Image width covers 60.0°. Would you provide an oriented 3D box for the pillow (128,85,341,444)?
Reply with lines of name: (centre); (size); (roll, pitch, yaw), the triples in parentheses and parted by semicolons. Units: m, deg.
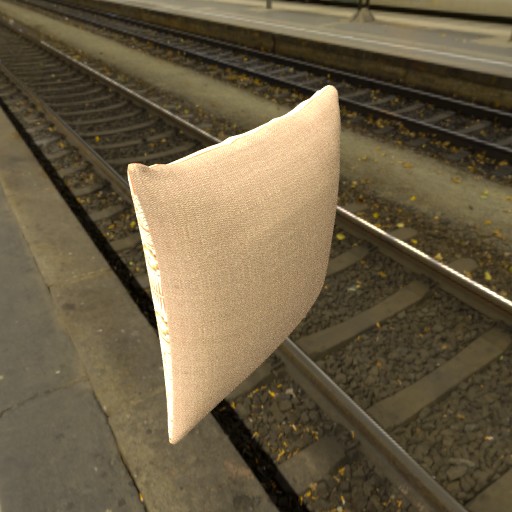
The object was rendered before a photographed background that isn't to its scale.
pillow: (0.000, 0.000, 0.815); (0.215, 0.519, 0.521); (21, 39, 28)
